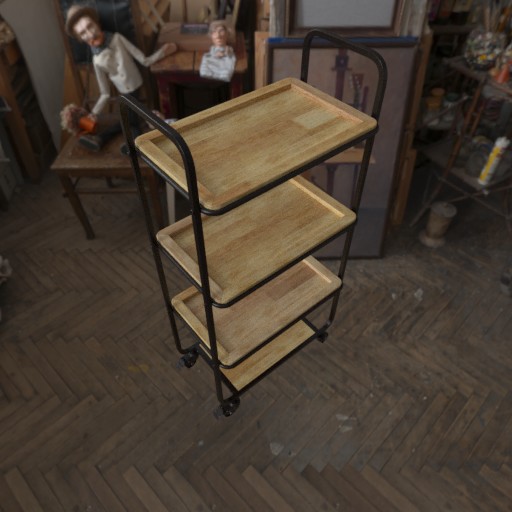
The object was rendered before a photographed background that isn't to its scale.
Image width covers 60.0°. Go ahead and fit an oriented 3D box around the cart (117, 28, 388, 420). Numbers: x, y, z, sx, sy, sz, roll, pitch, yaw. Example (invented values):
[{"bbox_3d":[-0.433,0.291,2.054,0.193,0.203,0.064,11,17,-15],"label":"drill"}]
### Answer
[{"bbox_3d":[0.000,0.000,1.286,0.545,1.080,0.321,-31,54,-26],"label":"cart"}]
